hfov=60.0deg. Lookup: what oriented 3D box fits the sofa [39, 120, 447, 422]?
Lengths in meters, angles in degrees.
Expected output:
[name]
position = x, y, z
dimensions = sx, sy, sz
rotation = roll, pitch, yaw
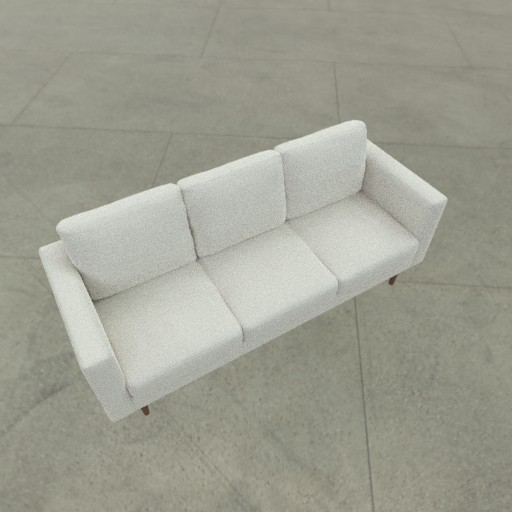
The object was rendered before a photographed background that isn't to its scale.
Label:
[sofa]
position = 0.000, 0.000, 2.466
dimensions = 2.029, 0.912, 0.802
rotation = -24, 52, -20
